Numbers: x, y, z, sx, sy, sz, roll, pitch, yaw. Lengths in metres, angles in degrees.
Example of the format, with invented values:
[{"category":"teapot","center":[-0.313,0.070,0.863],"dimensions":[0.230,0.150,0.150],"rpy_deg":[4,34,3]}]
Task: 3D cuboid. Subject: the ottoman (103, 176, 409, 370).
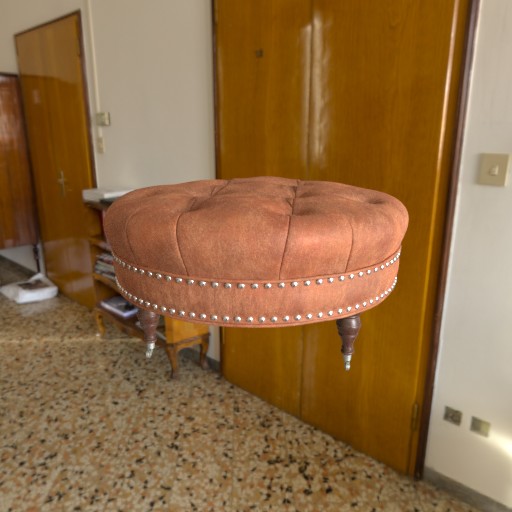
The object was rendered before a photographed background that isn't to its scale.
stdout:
[{"category":"ottoman","center":[0.000,0.000,1.387],"dimensions":[0.901,0.444,0.901],"rpy_deg":[0,15,0]}]
